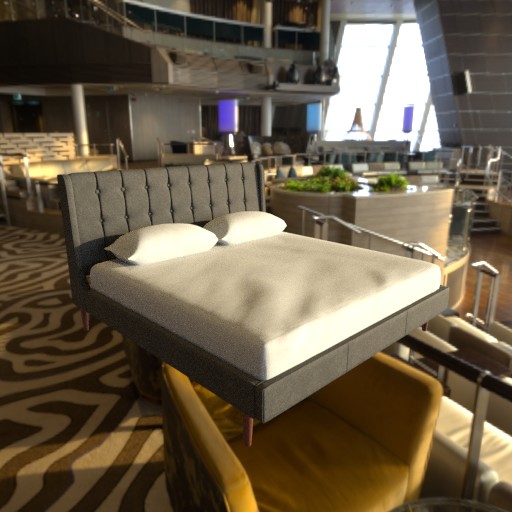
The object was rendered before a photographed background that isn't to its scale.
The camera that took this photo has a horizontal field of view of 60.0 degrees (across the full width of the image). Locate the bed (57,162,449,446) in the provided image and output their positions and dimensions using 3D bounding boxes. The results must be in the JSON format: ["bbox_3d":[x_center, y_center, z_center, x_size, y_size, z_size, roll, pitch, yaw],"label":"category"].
[{"bbox_3d":[0.000,0.000,2.550,1.531,0.933,1.638,-15,21,-42],"label":"bed"}]
